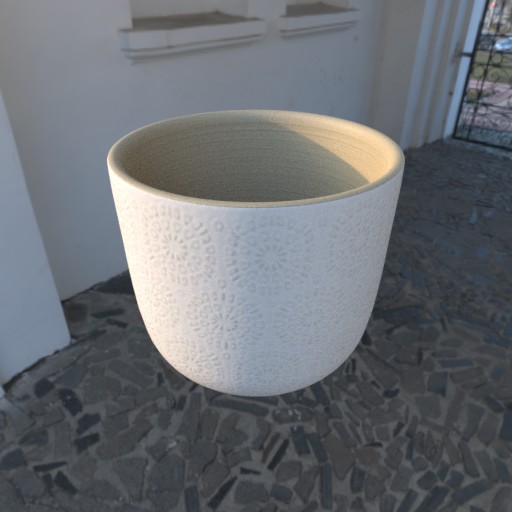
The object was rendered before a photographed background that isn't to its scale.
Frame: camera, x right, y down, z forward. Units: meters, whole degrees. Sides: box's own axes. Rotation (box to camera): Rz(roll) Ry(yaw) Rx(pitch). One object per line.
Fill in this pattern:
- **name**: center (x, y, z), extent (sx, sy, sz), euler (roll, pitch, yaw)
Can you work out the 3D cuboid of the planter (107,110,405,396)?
- **planter**: center (0.000, 0.000, 0.370), extent (0.208, 0.190, 0.208), euler (0, 32, 0)
